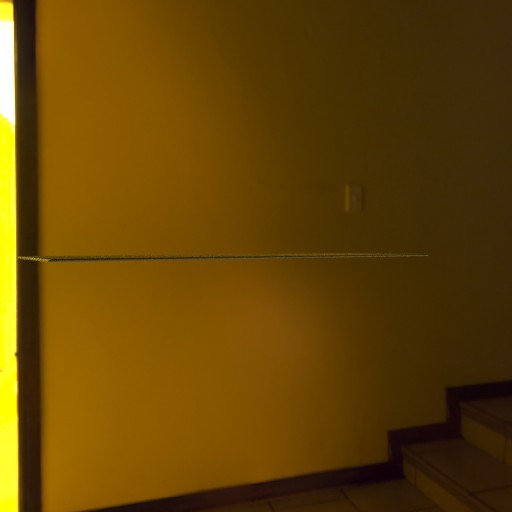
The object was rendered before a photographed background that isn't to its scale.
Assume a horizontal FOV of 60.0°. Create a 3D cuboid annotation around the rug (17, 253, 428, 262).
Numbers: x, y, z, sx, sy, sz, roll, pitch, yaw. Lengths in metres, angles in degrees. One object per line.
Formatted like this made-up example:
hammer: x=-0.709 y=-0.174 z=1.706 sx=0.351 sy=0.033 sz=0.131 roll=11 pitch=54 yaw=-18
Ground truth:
rug: x=0.000 y=0.000 z=2.389 sx=2.196 sy=0.011 sz=0.662 roll=-1 pitch=1 yaw=-36
